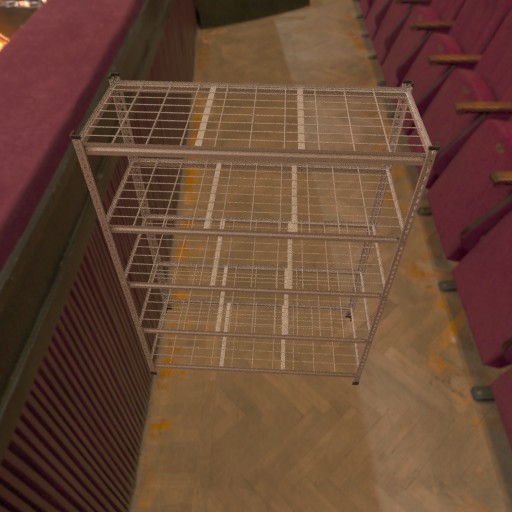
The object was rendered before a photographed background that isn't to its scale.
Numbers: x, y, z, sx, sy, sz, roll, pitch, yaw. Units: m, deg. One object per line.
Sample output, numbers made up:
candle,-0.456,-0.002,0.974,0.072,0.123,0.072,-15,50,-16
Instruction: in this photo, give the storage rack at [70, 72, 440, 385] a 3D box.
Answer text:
storage rack,0.000,0.000,2.734,1.524,1.981,0.610,2,46,2
